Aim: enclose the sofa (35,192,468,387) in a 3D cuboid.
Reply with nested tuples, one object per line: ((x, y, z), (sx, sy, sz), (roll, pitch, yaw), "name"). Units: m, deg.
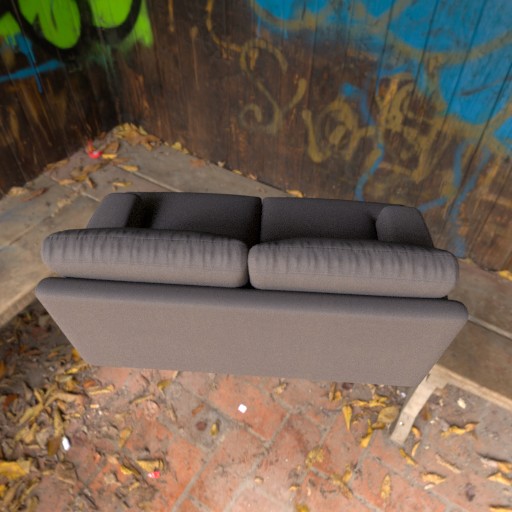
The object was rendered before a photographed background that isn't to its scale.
((0.000, 0.000, 2.420), (1.880, 0.940, 1.143), (3, 47, 3), "sofa")
